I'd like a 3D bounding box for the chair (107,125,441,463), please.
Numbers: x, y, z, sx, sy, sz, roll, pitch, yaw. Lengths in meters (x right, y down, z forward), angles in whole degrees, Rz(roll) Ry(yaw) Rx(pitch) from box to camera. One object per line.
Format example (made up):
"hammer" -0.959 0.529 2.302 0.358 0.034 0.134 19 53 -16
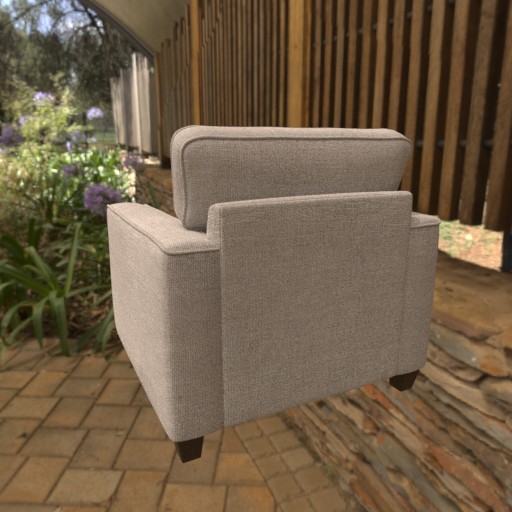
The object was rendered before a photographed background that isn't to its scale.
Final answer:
"chair" 0.000 0.000 1.756 1.015 0.965 0.939 -7 16 -26
